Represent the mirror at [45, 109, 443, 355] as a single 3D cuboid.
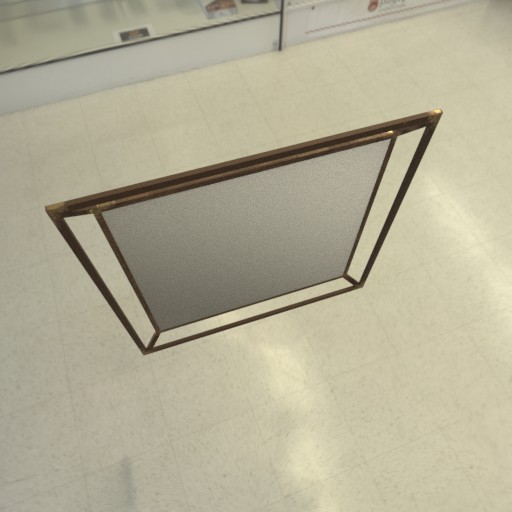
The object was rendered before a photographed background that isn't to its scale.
[{"bbox_3d":[0.000,0.000,0.917,0.610,0.610,0.032,-16,60,-9],"label":"mirror"}]
